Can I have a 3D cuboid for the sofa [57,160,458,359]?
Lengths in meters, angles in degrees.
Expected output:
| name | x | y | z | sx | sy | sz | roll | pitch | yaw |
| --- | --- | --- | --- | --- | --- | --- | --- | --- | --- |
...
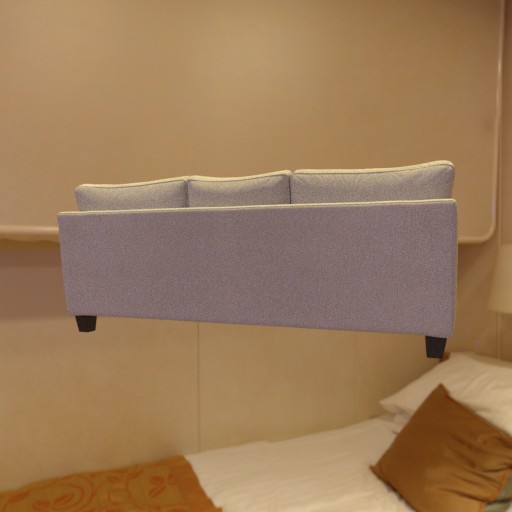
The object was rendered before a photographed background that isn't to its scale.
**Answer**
| name | x | y | z | sx | sy | sz | roll | pitch | yaw |
| --- | --- | --- | --- | --- | --- | --- | --- | --- | --- |
| sofa | 0.000 | 0.000 | 2.872 | 2.323 | 0.991 | 1.016 | 0 | 1 | 19 |
